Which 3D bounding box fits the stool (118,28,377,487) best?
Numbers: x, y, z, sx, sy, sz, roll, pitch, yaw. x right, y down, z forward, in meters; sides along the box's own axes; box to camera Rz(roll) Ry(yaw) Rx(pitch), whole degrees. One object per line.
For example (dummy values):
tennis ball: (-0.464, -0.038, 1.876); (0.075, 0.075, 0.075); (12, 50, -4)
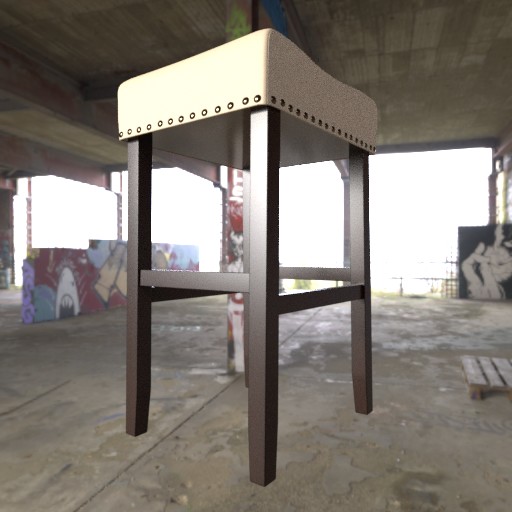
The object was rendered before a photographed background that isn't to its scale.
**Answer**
stool: (0.000, 0.000, 1.014); (0.401, 0.762, 0.471); (0, 0, 37)
